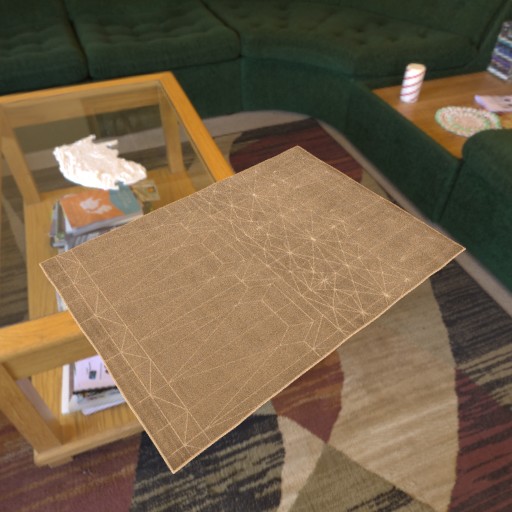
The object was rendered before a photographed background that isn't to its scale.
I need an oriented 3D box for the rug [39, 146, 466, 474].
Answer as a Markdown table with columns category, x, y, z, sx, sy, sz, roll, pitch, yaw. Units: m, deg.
| category | x | y | z | sx | sy | sz | roll | pitch | yaw |
| --- | --- | --- | --- | --- | --- | --- | --- | --- | --- |
| rug | 0.000 | 0.000 | 4.295 | 3.357 | 0.019 | 2.449 | -30 | 52 | -26 |
